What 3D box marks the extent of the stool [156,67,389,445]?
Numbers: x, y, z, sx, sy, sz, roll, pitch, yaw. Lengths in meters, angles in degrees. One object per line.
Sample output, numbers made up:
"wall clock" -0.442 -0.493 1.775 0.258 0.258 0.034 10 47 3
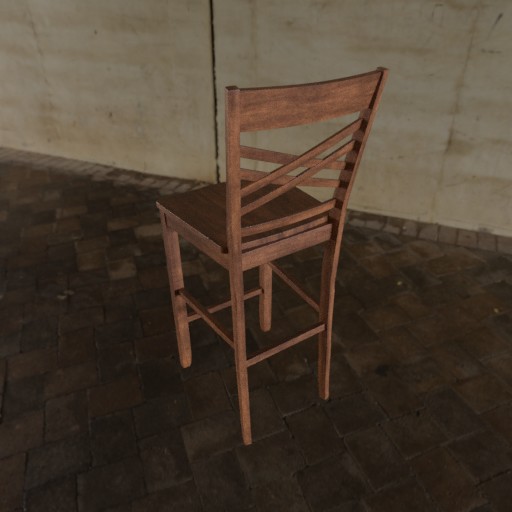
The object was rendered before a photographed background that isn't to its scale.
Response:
"stool" 0.000 0.000 1.369 0.433 1.105 0.487 -19 36 -28
